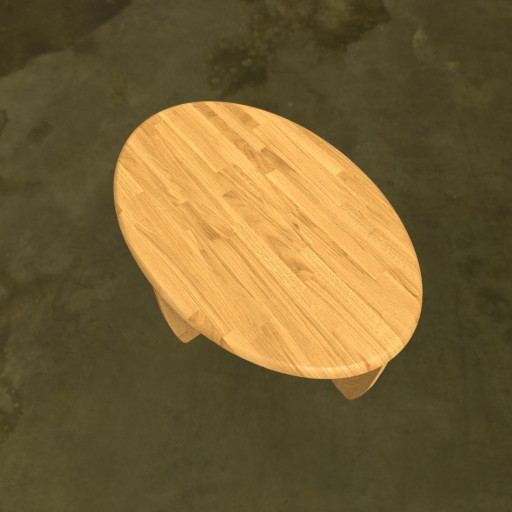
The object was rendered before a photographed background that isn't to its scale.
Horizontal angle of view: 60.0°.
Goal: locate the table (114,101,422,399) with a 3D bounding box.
[{"bbox_3d":[0.000,0.000,1.426,0.690,0.490,1.040,-34,64,-19],"label":"table"}]
